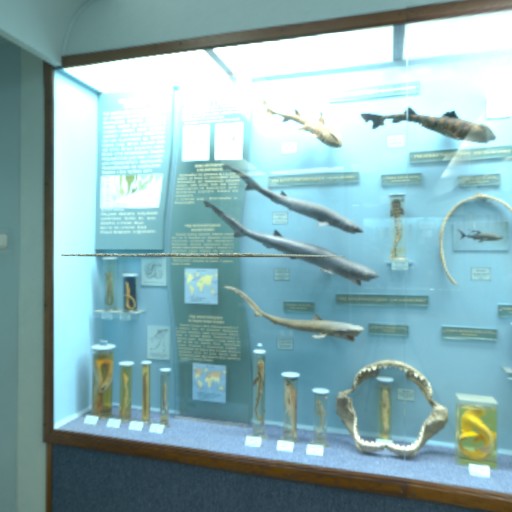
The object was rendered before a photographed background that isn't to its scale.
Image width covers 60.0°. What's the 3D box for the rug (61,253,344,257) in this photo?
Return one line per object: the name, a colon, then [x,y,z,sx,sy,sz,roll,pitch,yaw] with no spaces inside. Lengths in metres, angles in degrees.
rug: [0.000,0.000,2.728,0.774,0.011,2.449,0,0,19]
